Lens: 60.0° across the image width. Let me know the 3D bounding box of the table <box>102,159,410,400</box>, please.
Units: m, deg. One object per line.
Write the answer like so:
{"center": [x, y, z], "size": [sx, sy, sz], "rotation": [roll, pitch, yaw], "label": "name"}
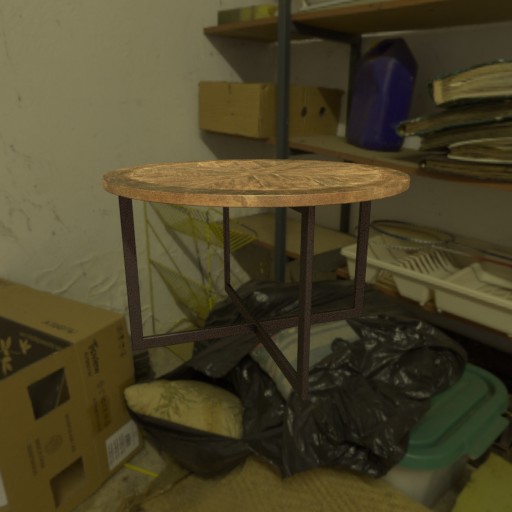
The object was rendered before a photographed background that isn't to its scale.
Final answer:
{"center": [0.000, 0.000, 2.024], "size": [1.264, 0.762, 1.264], "rotation": [0, 17, 0], "label": "table"}
